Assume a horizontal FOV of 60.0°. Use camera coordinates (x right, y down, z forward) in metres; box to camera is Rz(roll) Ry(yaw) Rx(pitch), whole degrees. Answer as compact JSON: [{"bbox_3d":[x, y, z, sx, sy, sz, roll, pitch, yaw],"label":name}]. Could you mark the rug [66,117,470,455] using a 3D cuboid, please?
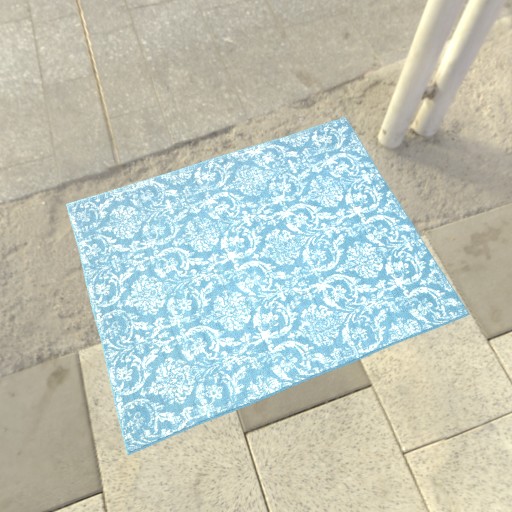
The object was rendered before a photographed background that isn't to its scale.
[{"bbox_3d":[0.000,0.000,4.008,2.980,0.012,2.363,-20,66,-9],"label":"rug"}]
